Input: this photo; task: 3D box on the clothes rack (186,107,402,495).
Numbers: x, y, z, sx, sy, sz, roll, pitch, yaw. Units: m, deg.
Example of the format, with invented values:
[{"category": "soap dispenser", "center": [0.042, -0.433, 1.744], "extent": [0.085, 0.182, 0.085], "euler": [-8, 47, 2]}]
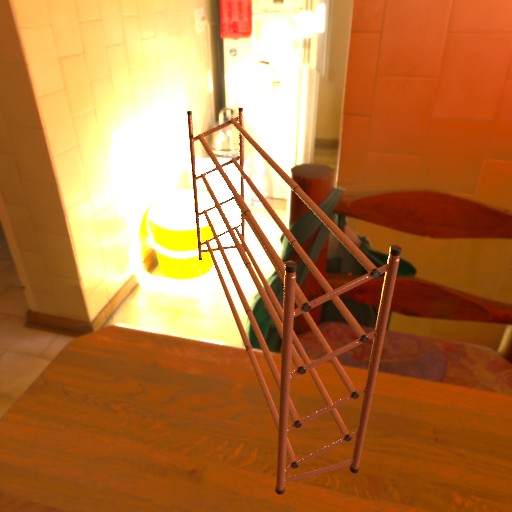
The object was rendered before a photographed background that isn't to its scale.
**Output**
[{"category": "clothes rack", "center": [0.000, 0.000, 1.431], "extent": [0.229, 0.672, 1.168], "euler": [-8, 32, -14]}]
